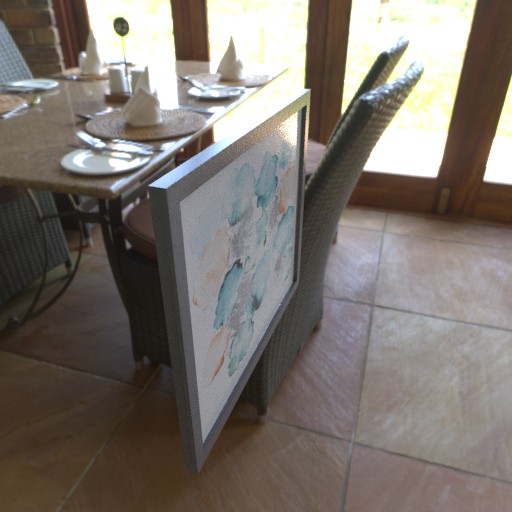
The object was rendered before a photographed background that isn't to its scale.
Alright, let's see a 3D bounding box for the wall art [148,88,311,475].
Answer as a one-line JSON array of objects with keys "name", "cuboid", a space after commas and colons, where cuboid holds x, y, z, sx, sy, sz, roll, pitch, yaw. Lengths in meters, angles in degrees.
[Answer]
[{"name": "wall art", "cuboid": [0.000, 0.000, 0.933, 0.026, 0.558, 0.660, 11, 33, 18]}]
